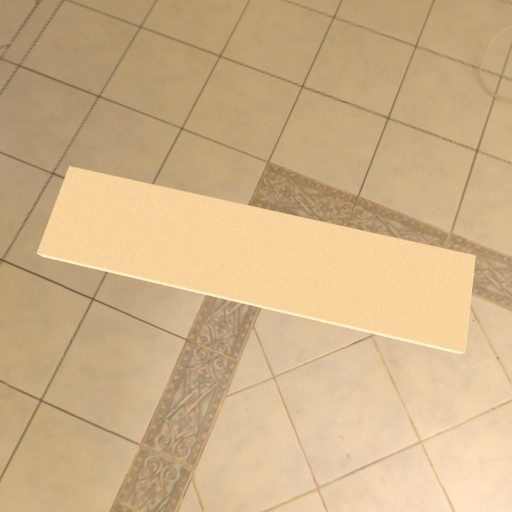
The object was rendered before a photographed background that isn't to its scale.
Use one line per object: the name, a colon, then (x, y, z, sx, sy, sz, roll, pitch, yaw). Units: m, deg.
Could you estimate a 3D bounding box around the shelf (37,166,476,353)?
shelf: (0.000, 0.000, 0.640, 0.610, 0.020, 0.140, 13, 76, 3)
